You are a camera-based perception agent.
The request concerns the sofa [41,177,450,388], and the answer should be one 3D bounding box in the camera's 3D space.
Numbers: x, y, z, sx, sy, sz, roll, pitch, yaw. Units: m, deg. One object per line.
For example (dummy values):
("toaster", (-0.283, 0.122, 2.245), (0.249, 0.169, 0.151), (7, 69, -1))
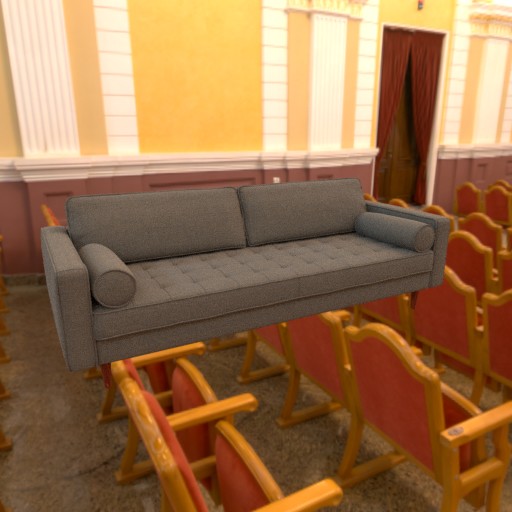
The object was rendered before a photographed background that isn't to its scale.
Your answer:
("sofa", (0.000, 0.000, 2.574), (2.198, 0.762, 0.914), (-9, 18, -27))
